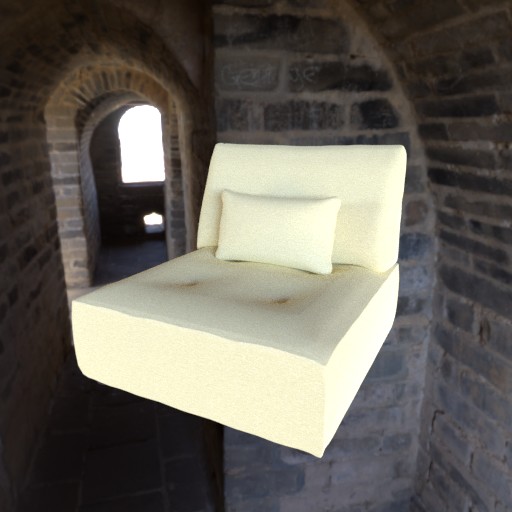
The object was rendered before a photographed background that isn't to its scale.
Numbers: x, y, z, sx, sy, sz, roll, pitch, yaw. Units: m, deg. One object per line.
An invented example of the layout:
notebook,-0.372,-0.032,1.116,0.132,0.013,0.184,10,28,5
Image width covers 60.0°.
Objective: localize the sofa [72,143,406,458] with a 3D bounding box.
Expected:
sofa,0.000,0.000,1.708,0.930,0.820,1.000,8,17,26
